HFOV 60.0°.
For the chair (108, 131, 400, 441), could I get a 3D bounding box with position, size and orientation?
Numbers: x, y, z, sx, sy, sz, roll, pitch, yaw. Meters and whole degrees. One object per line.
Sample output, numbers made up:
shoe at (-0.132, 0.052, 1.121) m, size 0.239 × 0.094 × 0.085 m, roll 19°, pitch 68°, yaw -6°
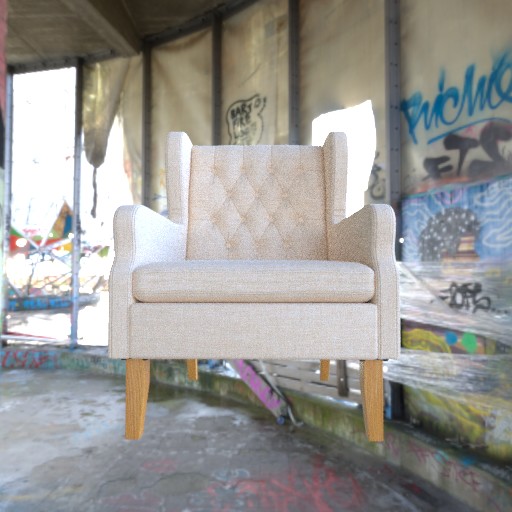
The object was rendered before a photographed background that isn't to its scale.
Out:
chair at (0.000, 0.000, 1.452) m, size 0.710 × 0.930 × 0.760 m, roll 0°, pitch -2°, yaw 1°
